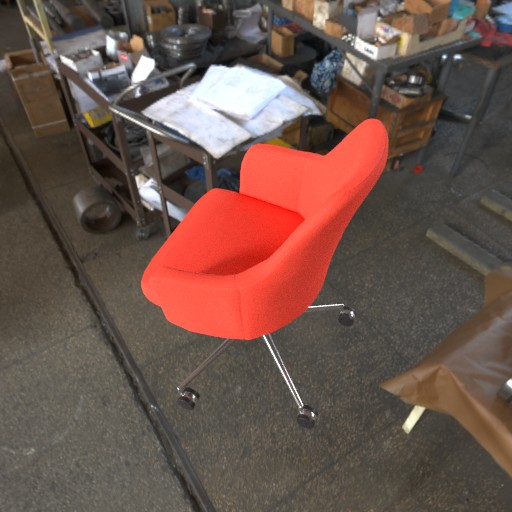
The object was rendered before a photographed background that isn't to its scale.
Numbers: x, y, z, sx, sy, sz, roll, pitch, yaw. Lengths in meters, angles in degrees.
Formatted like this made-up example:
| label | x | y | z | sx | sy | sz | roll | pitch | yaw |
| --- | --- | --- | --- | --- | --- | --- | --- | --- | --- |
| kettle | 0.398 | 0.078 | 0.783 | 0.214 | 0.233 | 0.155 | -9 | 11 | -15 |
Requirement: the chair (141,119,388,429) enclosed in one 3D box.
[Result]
| label | x | y | z | sx | sy | sz | roll | pitch | yaw |
| --- | --- | --- | --- | --- | --- | --- | --- | --- | --- |
| chair | 0.000 | 0.000 | 1.252 | 0.600 | 0.820 | 0.655 | 17 | 49 | 15 |
